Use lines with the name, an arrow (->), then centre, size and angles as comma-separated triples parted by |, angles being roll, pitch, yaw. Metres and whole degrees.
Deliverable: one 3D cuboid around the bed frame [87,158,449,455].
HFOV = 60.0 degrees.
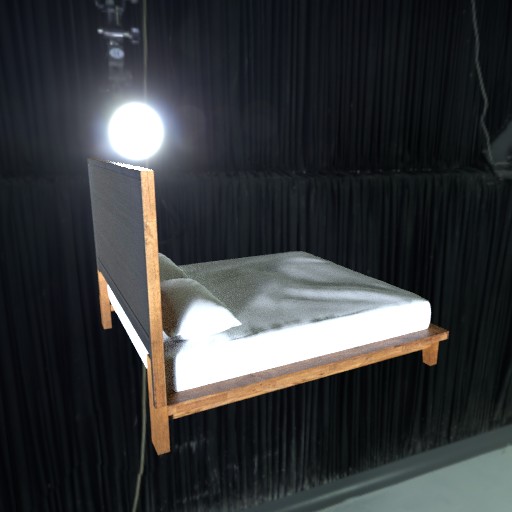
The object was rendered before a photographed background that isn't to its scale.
bed frame -> 0.000, 0.000, 3.614 | 2.235, 1.537, 2.038 | -7, 16, -26
